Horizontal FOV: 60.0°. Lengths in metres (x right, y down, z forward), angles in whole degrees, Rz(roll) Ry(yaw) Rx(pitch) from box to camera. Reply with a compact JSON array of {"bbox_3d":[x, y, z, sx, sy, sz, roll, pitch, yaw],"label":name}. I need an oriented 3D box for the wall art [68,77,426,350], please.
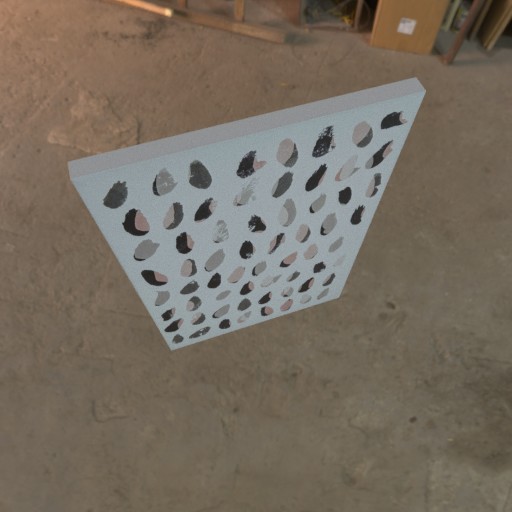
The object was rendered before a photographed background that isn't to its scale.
[{"bbox_3d":[0.000,0.000,1.133,0.610,0.916,0.037,-16,63,-9],"label":"wall art"}]
